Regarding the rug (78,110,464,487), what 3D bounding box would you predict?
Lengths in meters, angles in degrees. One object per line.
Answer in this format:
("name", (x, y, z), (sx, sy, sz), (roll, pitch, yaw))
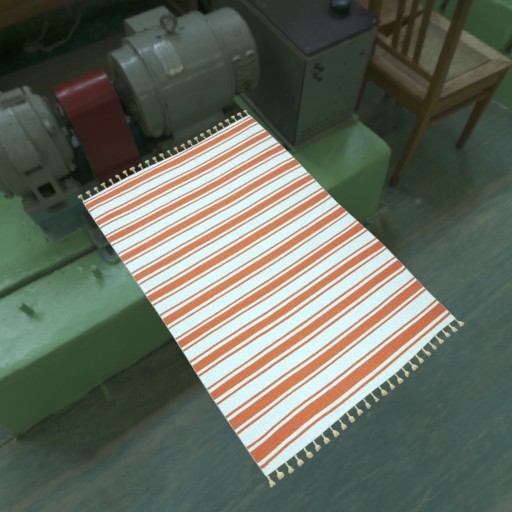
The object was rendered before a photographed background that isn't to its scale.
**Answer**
("rug", (0.000, 0.000, 3.073), (1.556, 0.022, 2.433), (-32, 65, -17))
